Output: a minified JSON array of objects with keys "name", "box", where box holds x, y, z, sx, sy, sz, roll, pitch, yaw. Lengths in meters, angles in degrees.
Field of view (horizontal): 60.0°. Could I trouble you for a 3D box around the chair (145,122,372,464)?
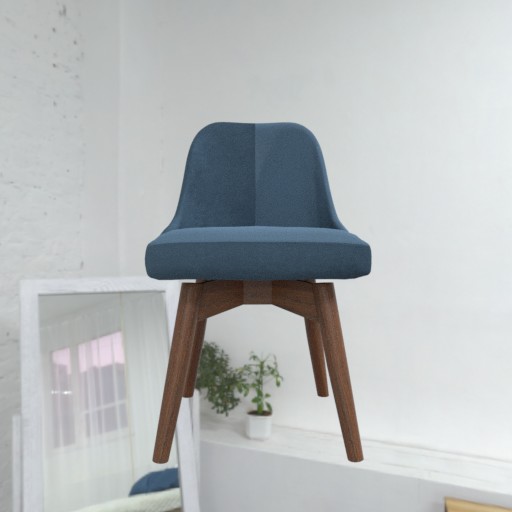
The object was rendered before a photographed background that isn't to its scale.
[{"name":"chair","box":[0.000,0.000,1.202,0.503,0.882,0.589,0,1,-1]}]
